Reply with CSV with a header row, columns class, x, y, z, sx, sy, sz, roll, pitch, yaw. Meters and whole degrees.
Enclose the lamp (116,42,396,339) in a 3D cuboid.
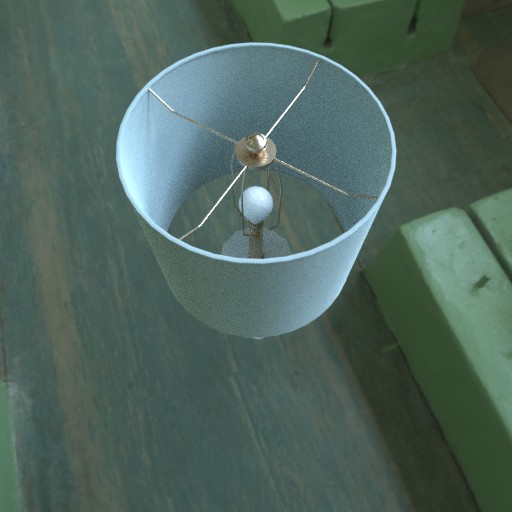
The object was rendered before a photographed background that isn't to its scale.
class,x,y,z,sx,sy,sz,roll,pitch,yaw
lamp,0.000,0.000,0.680,0.277,0.534,0.277,-18,65,-9
